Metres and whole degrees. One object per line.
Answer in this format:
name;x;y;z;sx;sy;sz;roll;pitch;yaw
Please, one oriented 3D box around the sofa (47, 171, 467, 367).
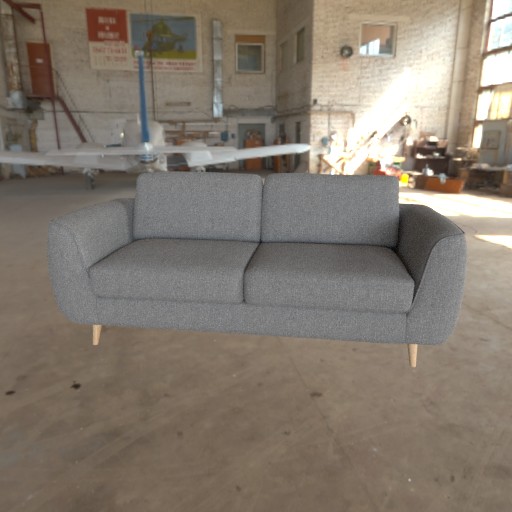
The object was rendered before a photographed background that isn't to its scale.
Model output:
sofa;0.000;0.000;2.445;2.000;0.870;0.920;2;15;8
